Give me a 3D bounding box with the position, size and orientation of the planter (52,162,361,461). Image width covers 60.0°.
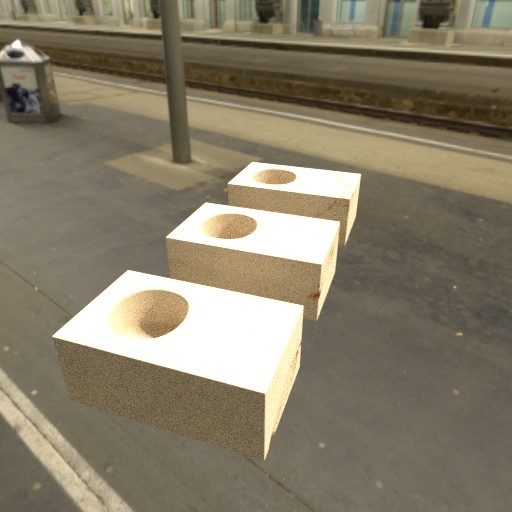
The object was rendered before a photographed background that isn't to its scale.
[{"bbox_3d":[0.000,0.000,0.380,0.127,0.051,0.333,10,31,17],"label":"planter"}]
